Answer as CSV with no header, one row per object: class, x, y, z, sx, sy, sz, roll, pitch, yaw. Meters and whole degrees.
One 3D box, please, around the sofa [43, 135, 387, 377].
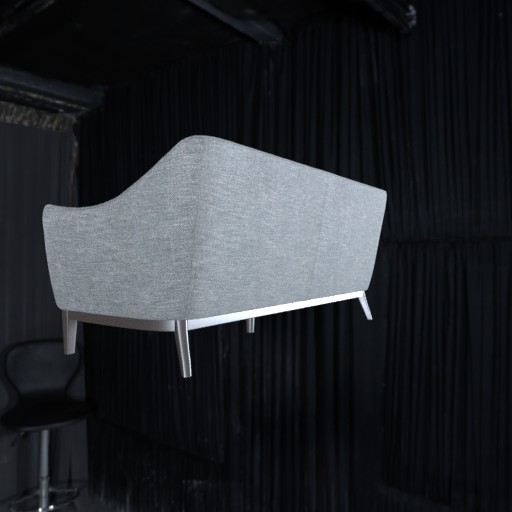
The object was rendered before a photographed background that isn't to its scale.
sofa,0.000,0.000,2.380,0.867,0.829,1.928,0,0,36
